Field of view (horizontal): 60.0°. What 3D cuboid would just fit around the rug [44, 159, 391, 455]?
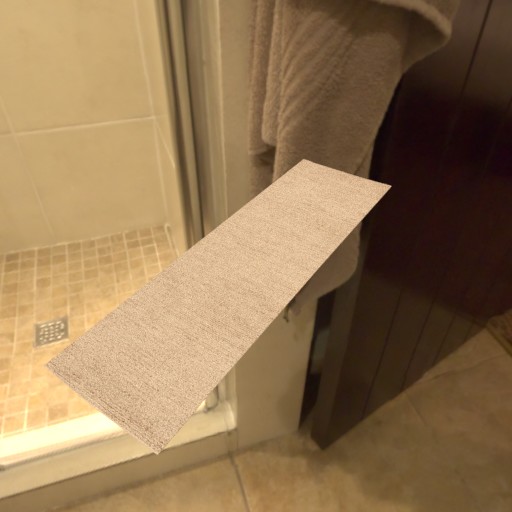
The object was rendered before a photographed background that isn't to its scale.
[{"bbox_3d":[0.000,0.000,2.569,0.712,0.013,2.346,25,47,26],"label":"rug"}]
